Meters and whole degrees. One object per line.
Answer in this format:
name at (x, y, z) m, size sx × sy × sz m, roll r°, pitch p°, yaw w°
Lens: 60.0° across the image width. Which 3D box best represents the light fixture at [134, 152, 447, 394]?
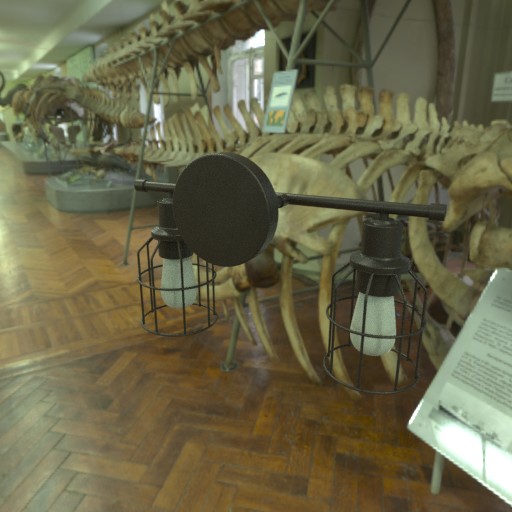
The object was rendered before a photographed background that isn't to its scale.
light fixture at (0.000, 0.000, 0.538) m, size 0.406 × 0.254 × 0.165 m, roll 9°, pitch 20°, yaw 26°
